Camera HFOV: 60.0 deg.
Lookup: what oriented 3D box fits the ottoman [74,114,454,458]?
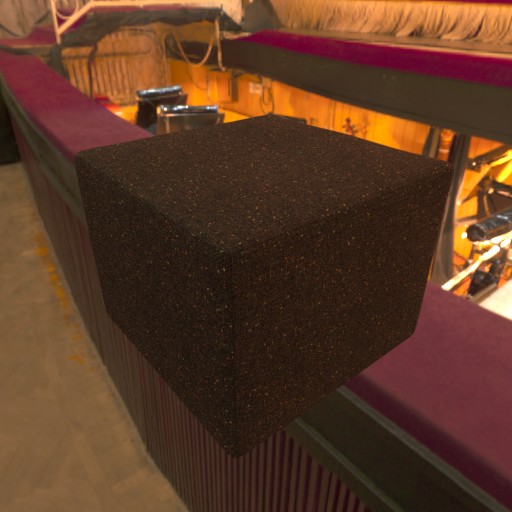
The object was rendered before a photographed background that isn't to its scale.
[{"bbox_3d":[0.000,0.000,0.895,0.508,0.432,0.508,-22,37,-33],"label":"ottoman"}]
